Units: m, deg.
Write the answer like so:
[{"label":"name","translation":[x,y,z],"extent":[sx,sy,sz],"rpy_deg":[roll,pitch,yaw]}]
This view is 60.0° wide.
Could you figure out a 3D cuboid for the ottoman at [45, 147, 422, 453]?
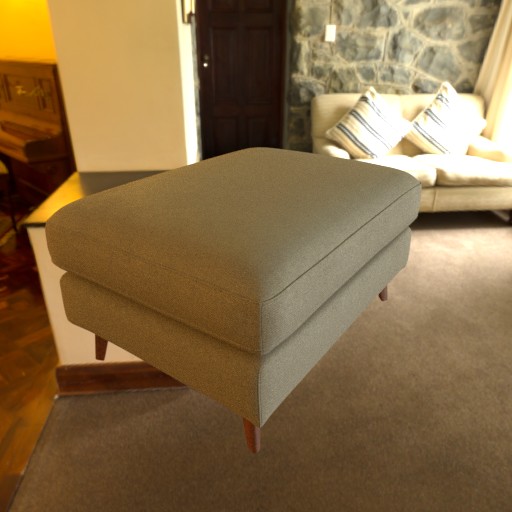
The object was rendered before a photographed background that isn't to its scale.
[{"label":"ottoman","translation":[0.000,0.000,1.152],"extent":[0.608,0.449,0.811],"rpy_deg":[17,31,31]}]
